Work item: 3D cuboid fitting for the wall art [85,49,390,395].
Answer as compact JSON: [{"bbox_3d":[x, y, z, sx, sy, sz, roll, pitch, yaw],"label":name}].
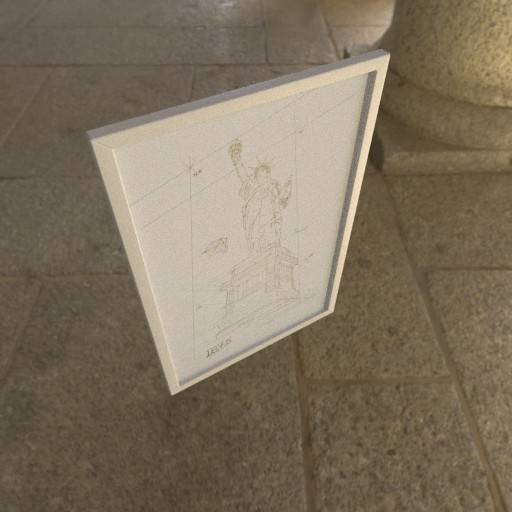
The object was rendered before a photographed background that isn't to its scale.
[{"bbox_3d":[0.000,0.000,1.022,0.556,0.813,0.026,-23,52,-20],"label":"wall art"}]
